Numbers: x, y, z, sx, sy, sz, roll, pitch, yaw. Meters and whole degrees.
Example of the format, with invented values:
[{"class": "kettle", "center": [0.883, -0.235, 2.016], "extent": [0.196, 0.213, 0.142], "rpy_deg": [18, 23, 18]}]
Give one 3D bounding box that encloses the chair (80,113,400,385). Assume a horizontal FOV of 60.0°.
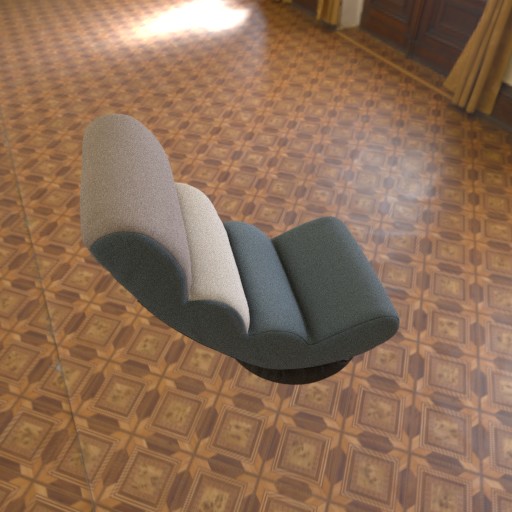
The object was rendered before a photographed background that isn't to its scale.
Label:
[{"class": "chair", "center": [0.000, 0.000, 1.074], "extent": [0.661, 0.641, 0.420], "rpy_deg": [-10, 47, -10]}]
